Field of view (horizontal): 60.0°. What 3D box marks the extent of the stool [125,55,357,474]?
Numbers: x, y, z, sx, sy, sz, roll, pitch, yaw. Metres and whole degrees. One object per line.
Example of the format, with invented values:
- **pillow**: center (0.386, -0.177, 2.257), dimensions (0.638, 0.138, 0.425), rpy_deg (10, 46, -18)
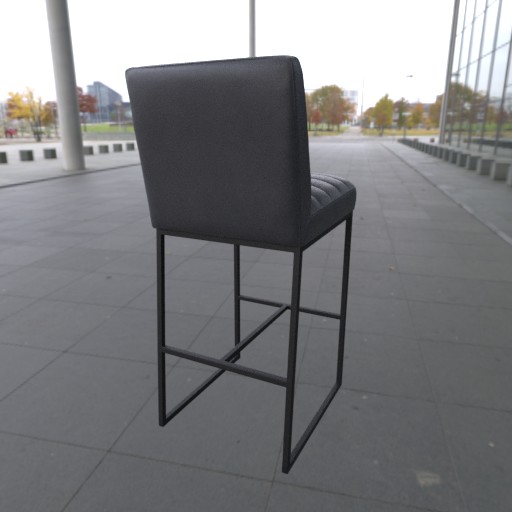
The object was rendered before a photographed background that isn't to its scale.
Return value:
- **stool**: center (0.000, 0.000, 1.340), dimensions (0.457, 1.040, 0.552), rpy_deg (8, 18, 26)
